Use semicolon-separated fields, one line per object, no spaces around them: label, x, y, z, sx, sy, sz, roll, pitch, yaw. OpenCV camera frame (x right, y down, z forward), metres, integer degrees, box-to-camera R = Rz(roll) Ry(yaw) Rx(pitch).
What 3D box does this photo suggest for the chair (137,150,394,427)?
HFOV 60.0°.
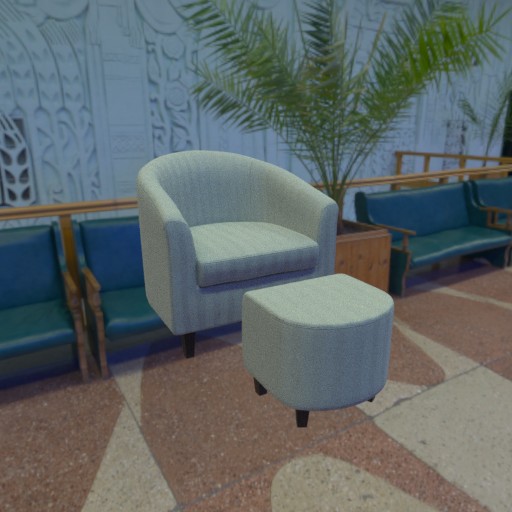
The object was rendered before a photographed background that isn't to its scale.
chair;0.000;0.000;1.766;0.756;0.757;1.288;-9;19;-27
